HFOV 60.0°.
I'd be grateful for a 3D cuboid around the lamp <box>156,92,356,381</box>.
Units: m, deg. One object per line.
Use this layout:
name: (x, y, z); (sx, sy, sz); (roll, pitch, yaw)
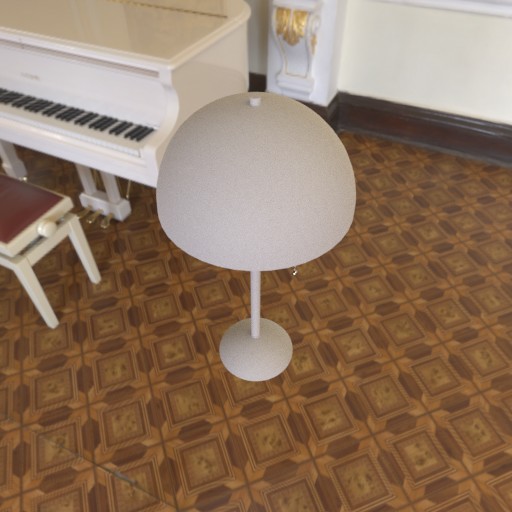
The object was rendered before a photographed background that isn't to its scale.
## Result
lamp: (0.000, 0.000, 0.440); (0.171, 0.330, 0.171); (0, 46, 0)
